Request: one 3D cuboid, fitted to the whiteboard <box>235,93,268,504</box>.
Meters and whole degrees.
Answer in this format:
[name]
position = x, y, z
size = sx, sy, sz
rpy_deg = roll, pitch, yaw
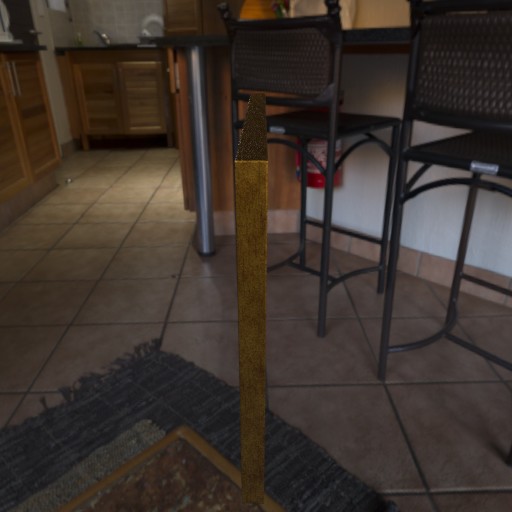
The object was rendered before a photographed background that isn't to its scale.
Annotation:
[whiteboard]
position = 0.000, 0.000, 0.740
size = 0.029, 0.457, 0.561
rpy_deg = 0, 26, 1
